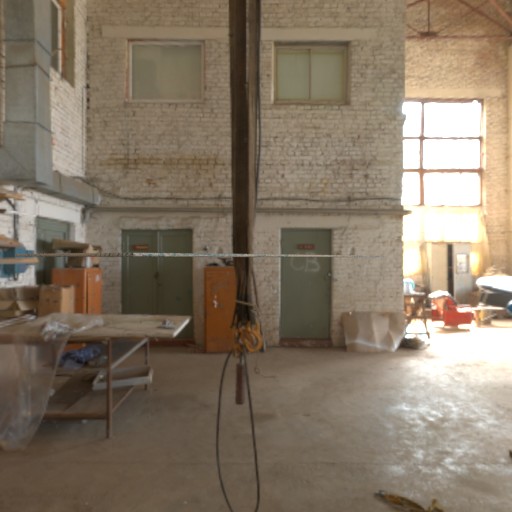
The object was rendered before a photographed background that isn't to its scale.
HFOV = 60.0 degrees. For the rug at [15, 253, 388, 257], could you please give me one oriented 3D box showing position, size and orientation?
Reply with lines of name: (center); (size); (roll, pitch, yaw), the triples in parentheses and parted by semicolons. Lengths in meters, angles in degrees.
rug: (0.000, 0.000, 2.656); (0.775, 0.012, 2.452); (0, 0, 35)
